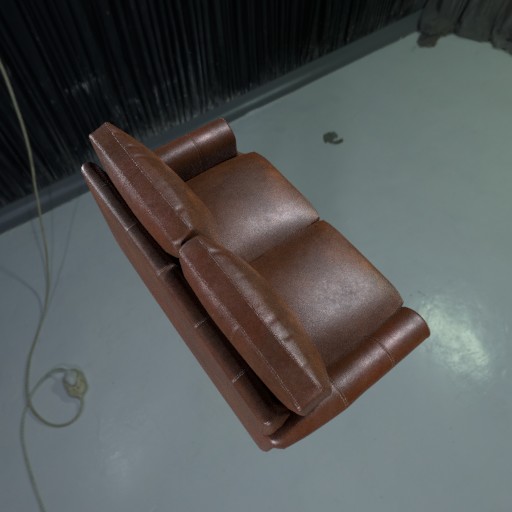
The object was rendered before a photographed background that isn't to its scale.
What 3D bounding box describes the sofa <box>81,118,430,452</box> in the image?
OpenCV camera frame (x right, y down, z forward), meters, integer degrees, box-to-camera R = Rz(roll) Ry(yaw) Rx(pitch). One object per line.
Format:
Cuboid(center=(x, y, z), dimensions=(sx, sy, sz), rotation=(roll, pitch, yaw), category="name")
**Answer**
Cuboid(center=(0.000, 0.000, 2.188), dimensions=(0.990, 0.976, 1.616), rotation=(-33, 65, -17), category="sofa")
